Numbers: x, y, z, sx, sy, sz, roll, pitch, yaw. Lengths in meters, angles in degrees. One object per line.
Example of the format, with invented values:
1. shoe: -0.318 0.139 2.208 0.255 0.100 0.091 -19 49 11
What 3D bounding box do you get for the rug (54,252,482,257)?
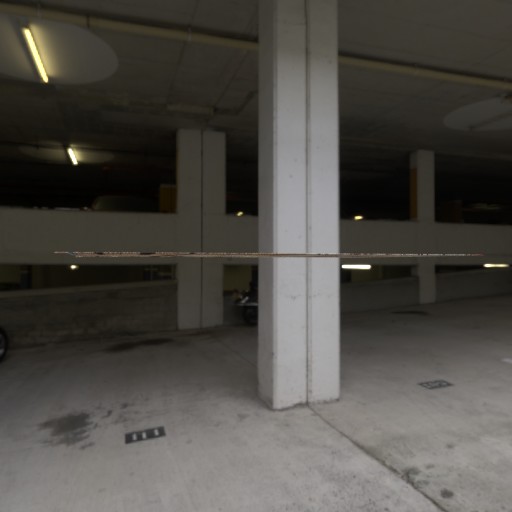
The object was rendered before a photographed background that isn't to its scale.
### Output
1. rug: 0.000 0.000 2.406 1.918 0.007 1.268 0 -1 -18
